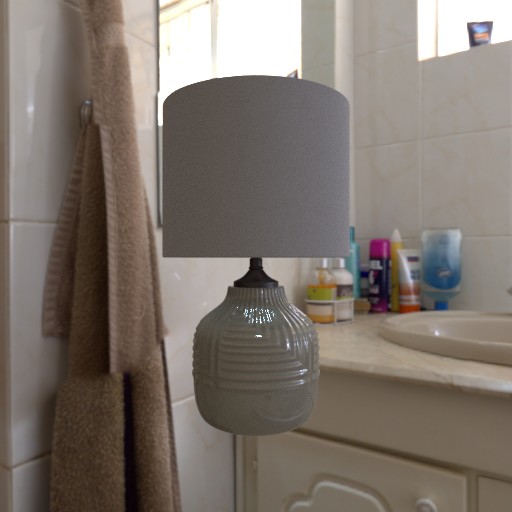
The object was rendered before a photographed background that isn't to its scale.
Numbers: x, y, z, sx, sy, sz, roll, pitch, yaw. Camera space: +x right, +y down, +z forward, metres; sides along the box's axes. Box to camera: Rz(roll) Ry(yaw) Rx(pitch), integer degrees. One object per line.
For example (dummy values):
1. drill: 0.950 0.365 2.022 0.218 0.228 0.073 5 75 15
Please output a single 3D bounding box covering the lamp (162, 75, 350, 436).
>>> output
1. lamp: 0.000 0.000 0.768 0.318 0.567 0.318 0 0 0
